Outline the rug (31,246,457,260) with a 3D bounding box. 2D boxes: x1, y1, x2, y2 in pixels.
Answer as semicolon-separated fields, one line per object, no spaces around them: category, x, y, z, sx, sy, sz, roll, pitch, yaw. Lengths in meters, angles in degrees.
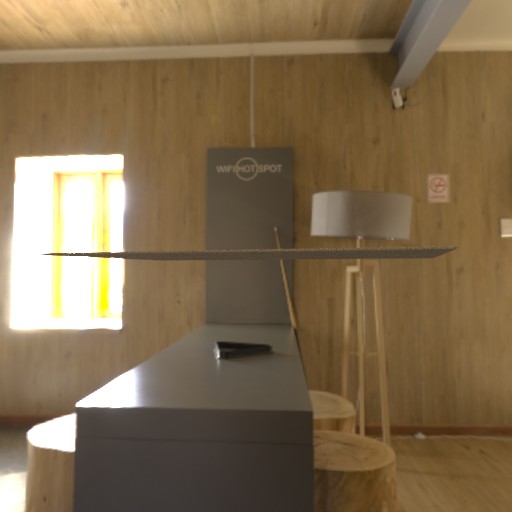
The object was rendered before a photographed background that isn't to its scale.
rug;0.000;0.000;2.259;1.753;0.008;1.143;-1;-2;18
